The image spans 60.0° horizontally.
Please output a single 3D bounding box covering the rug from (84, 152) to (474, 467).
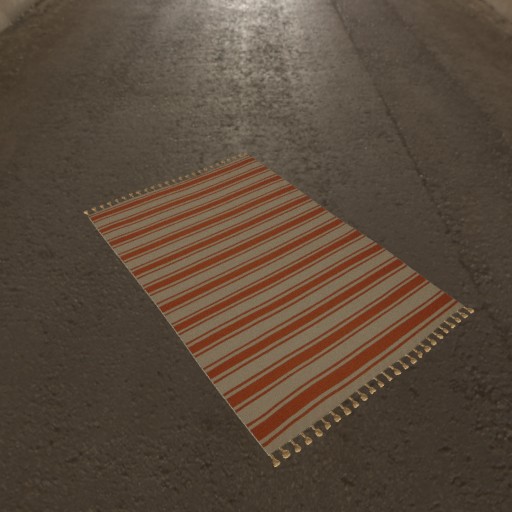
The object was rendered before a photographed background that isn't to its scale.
[{"bbox_3d":[0.000,0.000,3.071,1.556,0.022,2.433,-26,49,-26],"label":"rug"}]
